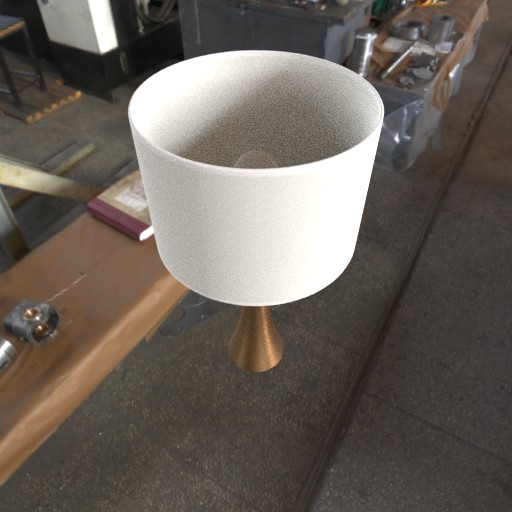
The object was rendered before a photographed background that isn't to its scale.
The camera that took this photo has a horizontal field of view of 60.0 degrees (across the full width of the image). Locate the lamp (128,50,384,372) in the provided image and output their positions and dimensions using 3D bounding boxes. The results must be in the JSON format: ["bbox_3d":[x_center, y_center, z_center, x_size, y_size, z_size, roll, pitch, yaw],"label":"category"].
[{"bbox_3d":[0.000,0.000,0.643,0.268,0.479,0.268,-3,45,-2],"label":"lamp"}]
